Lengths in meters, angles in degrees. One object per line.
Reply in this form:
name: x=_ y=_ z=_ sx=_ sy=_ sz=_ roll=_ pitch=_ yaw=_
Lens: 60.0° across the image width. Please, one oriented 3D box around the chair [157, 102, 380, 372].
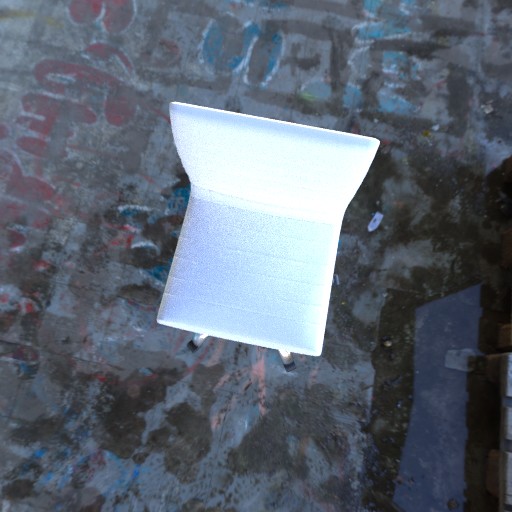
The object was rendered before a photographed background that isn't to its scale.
chair: x=0.000 y=0.000 z=1.133 sx=0.556 sy=0.780 sz=0.530 roll=11 pitch=76 yaw=3
